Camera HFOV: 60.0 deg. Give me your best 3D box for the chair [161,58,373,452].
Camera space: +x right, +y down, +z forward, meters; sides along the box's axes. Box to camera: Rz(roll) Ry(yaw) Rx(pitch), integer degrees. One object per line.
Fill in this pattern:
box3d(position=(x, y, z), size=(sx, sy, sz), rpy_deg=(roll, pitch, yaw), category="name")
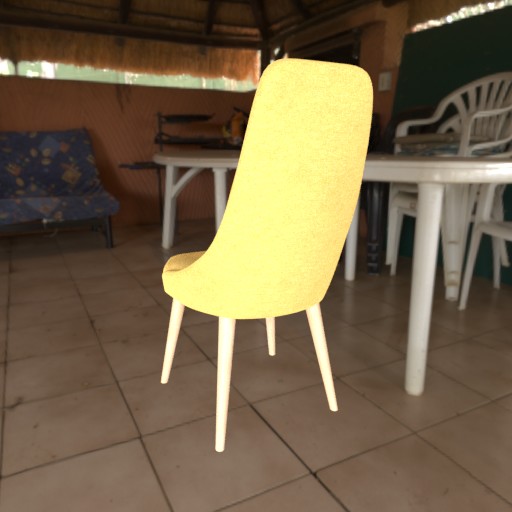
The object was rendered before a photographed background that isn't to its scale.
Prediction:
box3d(position=(0.000, 0.000, 1.390), size=(0.510, 1.040, 0.660), rpy_deg=(-8, 16, -28), category="chair")
